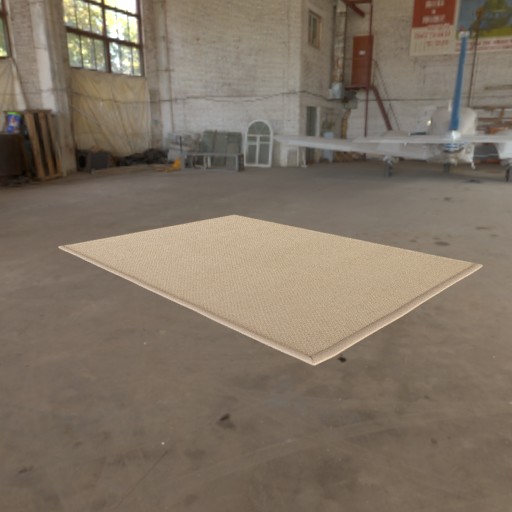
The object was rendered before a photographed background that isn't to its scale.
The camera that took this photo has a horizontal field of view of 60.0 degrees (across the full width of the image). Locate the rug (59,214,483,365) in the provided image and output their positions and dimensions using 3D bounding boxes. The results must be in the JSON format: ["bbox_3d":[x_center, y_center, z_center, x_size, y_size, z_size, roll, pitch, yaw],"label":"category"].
[{"bbox_3d":[0.000,0.000,2.653,1.525,0.020,2.081,-16,23,-43],"label":"rug"}]
